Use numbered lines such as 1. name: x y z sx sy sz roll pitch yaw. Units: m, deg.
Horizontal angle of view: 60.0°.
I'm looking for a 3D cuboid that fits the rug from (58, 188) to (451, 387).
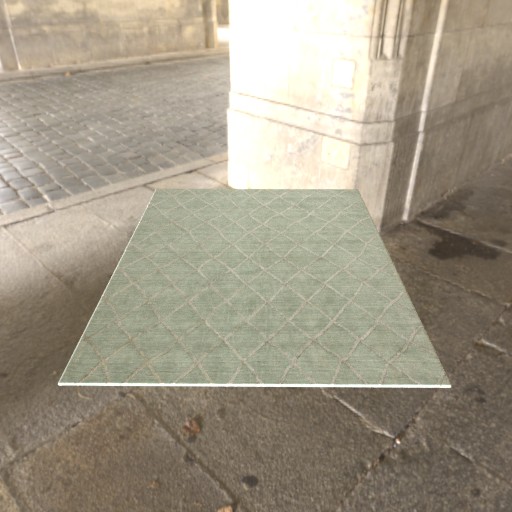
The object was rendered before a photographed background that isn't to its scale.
1. rug: 0.000 0.000 4.016 2.420 0.019 3.039 0 32 0
